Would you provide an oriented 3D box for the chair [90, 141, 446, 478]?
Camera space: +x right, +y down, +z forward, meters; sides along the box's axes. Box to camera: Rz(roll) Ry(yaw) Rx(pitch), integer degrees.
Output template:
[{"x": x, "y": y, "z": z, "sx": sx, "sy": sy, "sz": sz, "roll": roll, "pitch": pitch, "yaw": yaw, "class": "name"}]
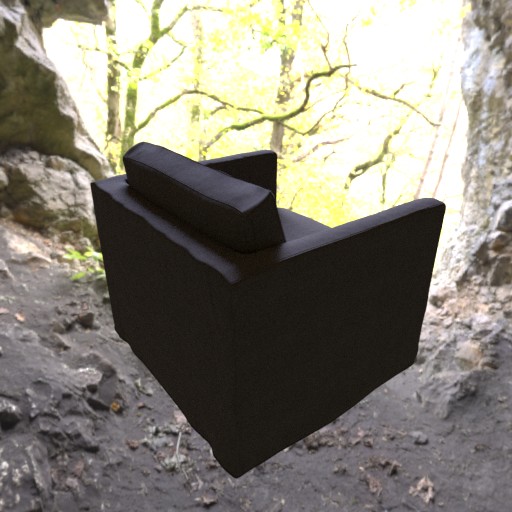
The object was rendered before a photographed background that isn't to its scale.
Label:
[{"x": 0.000, "y": 0.000, "z": 1.784, "sx": 0.949, "sy": 0.863, "sz": 1.057, "roll": -18, "pitch": 32, "yaw": -33, "class": "chair"}]
